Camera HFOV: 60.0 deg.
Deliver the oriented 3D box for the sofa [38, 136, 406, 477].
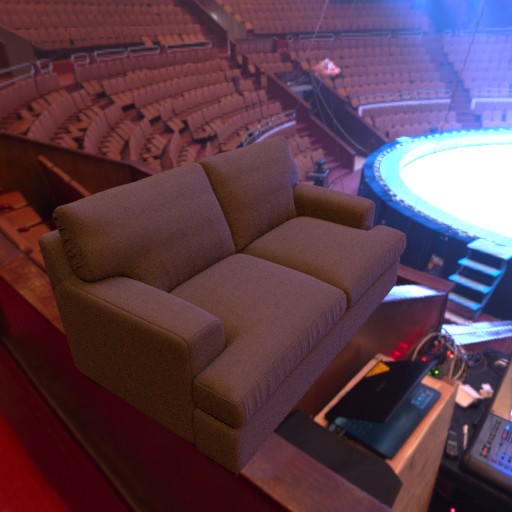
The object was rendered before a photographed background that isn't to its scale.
[{"bbox_3d":[0.000,0.000,2.463,1.140,0.950,1.869,18,32,31],"label":"sofa"}]
